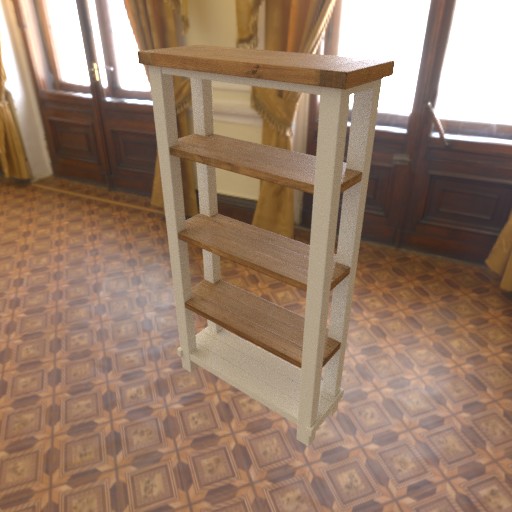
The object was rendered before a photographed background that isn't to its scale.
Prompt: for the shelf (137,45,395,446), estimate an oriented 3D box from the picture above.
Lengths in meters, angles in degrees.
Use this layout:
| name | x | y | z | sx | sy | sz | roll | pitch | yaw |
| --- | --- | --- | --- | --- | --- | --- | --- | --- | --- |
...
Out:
| name | x | y | z | sx | sy | sz | roll | pitch | yaw |
| --- | --- | --- | --- | --- | --- | --- | --- | --- | --- |
| shelf | 0.000 | 0.000 | 2.265 | 1.022 | 1.878 | 0.381 | 21 | 37 | 32 |
